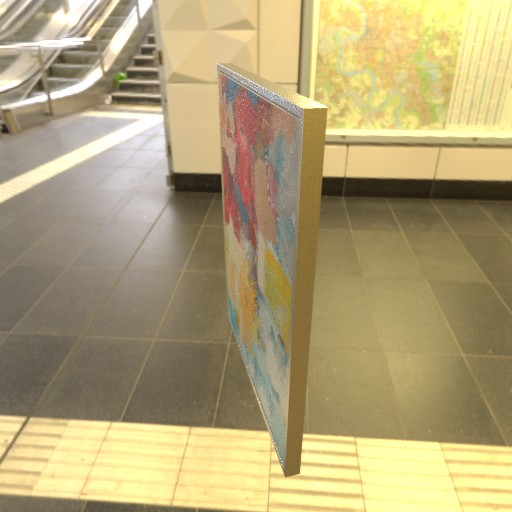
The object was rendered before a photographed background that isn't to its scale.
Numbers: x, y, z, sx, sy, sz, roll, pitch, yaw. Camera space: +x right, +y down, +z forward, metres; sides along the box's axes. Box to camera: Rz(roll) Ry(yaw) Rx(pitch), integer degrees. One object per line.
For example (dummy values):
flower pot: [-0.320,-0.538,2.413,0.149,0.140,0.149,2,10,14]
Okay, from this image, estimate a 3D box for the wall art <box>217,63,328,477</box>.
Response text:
wall art: [0.000,0.000,0.761,0.025,0.569,0.444,-8,30,-13]
